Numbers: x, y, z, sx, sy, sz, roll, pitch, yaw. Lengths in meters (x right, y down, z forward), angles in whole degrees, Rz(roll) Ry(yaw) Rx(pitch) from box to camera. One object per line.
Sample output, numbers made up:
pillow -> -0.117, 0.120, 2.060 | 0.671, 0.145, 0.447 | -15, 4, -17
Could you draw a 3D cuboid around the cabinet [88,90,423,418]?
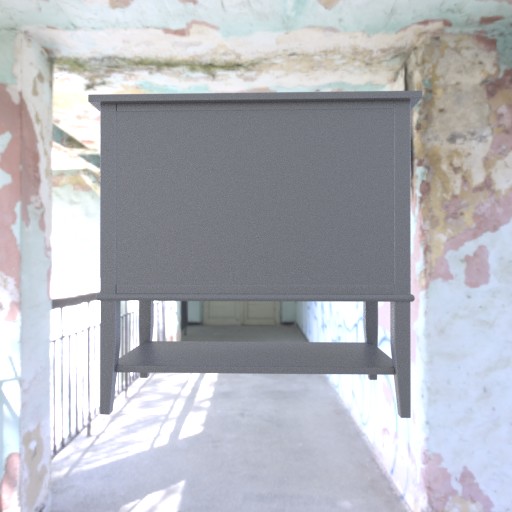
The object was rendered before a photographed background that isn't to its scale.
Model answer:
cabinet -> 0.000, 0.000, 1.255 | 0.801, 0.780, 0.396 | 0, 0, 2
